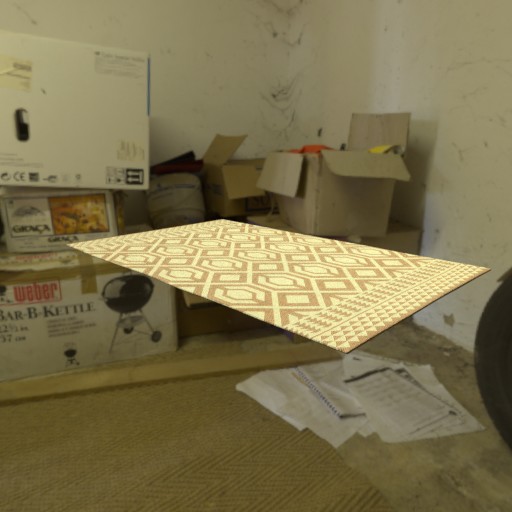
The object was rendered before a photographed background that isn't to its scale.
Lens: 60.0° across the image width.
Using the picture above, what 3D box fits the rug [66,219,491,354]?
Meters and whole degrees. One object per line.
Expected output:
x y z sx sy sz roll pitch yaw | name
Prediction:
0.000 0.000 2.943 2.435 0.011 1.526 14 20 43 | rug
